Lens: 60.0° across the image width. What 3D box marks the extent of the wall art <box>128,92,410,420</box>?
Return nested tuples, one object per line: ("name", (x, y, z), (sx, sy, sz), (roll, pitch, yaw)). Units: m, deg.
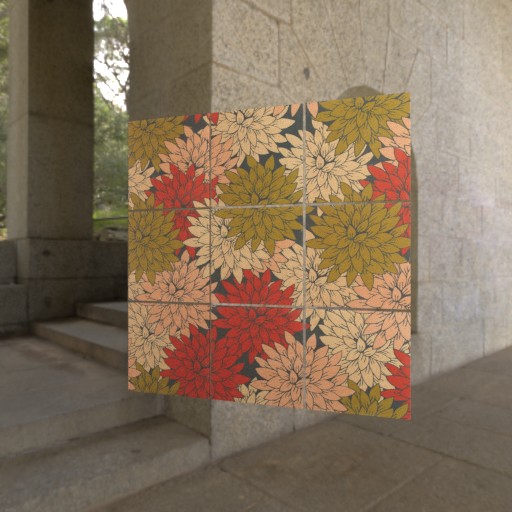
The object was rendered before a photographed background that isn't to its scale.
("wall art", (0.000, 0.000, 1.375), (0.904, 0.913, 0.013), (0, 0, 17))
